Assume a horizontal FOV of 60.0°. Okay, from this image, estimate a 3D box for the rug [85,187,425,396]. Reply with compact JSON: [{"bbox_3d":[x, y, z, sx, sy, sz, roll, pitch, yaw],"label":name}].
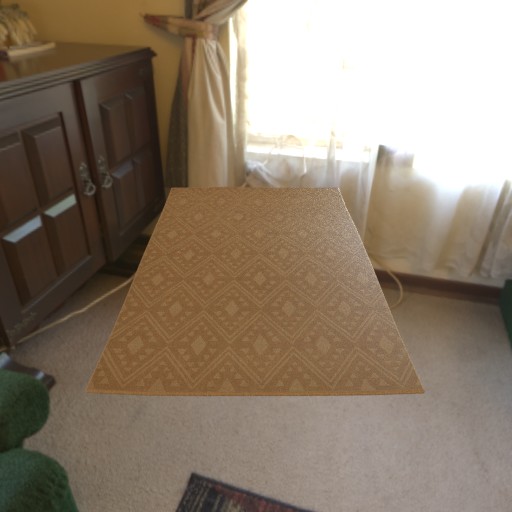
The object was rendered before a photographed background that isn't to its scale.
[{"bbox_3d":[0.000,0.000,3.052,1.553,0.053,2.430,0,31,0],"label":"rug"}]
